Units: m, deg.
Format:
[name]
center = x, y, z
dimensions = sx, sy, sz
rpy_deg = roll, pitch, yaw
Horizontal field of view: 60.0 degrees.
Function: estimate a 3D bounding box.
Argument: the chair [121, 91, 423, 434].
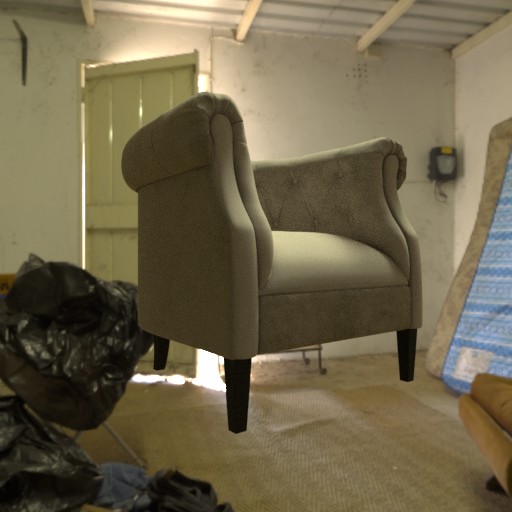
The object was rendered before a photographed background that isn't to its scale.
[chair]
center = 0.000, 0.000, 1.554
dimensions = 0.904, 0.826, 0.851
rpy_deg = 0, 0, -38
